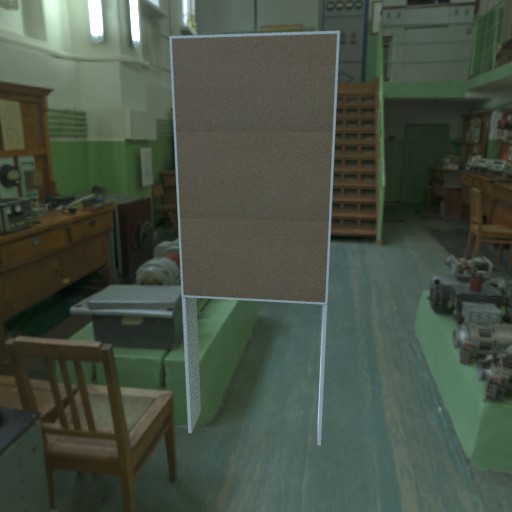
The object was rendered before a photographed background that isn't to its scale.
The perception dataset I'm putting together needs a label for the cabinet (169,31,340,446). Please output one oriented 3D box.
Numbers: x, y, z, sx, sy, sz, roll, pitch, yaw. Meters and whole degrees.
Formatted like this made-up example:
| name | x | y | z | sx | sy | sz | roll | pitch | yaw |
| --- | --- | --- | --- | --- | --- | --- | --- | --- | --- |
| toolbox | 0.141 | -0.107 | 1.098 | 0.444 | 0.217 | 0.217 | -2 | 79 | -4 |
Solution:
| name | x | y | z | sx | sy | sz | roll | pitch | yaw |
| --- | --- | --- | --- | --- | --- | --- | --- | --- | --- |
| cabinet | 0.000 | 0.000 | 1.977 | 0.643 | 1.770 | 0.192 | 2 | 16 | 8 |
